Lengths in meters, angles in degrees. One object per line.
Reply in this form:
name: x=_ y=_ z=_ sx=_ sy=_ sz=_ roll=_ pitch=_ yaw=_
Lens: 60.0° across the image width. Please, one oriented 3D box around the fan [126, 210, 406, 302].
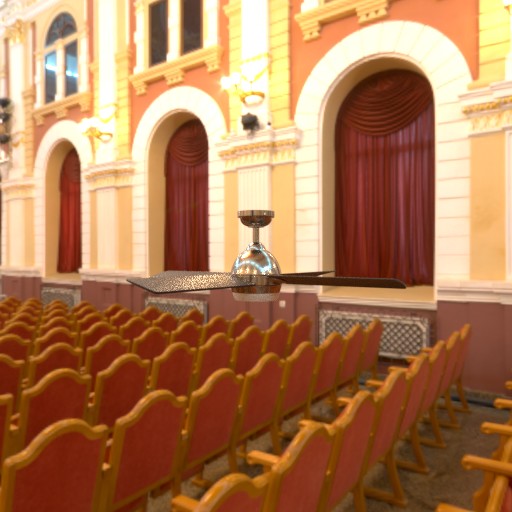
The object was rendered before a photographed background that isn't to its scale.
fan: x=0.000 y=0.000 z=2.017 sx=1.332 sy=0.403 sz=1.332 roll=0 pitch=0 yaw=36
